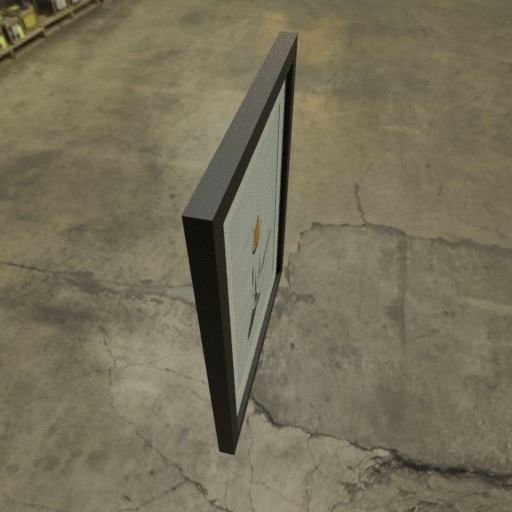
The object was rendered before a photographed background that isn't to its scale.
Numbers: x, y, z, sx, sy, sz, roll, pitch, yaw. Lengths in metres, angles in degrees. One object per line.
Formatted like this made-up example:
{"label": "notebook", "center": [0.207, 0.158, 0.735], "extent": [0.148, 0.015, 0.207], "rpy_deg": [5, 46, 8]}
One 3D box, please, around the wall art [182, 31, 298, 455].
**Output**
{"label": "wall art", "center": [0.000, 0.000, 0.747], "extent": [0.029, 0.559, 0.457], "rpy_deg": [10, 47, 9]}
